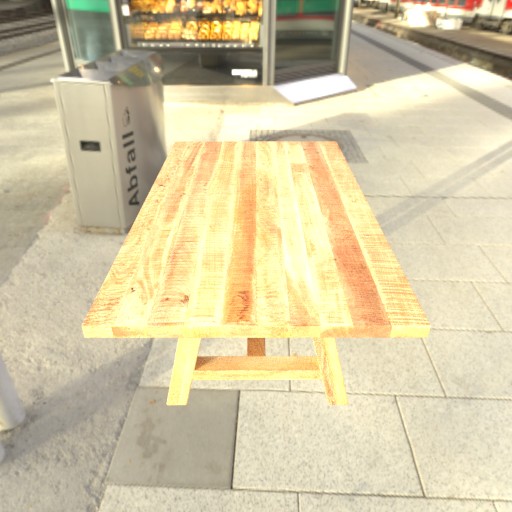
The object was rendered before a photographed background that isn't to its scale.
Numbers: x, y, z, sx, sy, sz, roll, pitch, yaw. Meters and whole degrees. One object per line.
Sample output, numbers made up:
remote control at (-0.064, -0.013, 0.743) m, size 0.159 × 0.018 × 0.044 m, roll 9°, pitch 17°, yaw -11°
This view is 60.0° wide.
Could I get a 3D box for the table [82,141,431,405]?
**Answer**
table at (0.000, 0.000, 1.644) m, size 0.760 × 0.455 × 1.320 m, roll 0°, pitch 32°, yaw 0°
